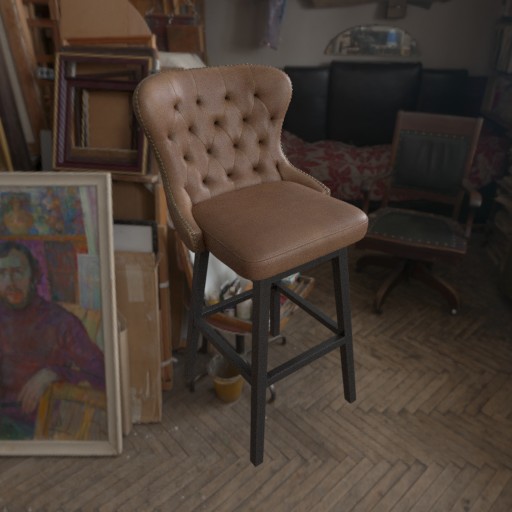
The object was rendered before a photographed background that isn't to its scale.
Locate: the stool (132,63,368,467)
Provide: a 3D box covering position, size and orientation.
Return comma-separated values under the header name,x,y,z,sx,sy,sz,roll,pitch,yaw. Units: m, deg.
name,x,y,z,sx,sy,sz,roll,pitch,yaw
stool,0.000,0.000,1.398,0.528,1.050,0.601,-20,36,-30
